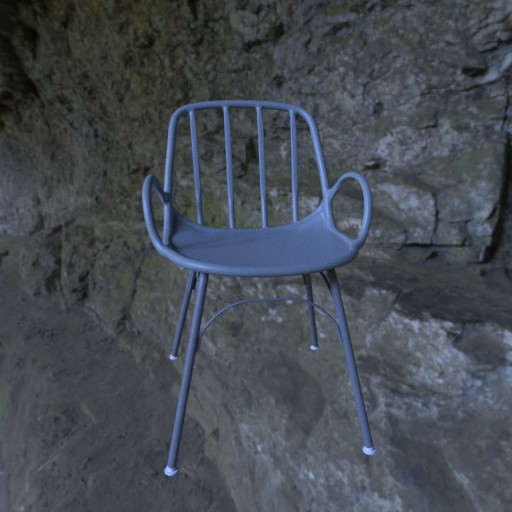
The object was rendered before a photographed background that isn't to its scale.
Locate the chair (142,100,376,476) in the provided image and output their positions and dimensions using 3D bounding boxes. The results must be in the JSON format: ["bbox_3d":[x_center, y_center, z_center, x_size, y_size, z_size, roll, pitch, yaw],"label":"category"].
[{"bbox_3d":[0.000,0.000,1.175,0.549,0.816,0.597,-2,16,-8],"label":"chair"}]
